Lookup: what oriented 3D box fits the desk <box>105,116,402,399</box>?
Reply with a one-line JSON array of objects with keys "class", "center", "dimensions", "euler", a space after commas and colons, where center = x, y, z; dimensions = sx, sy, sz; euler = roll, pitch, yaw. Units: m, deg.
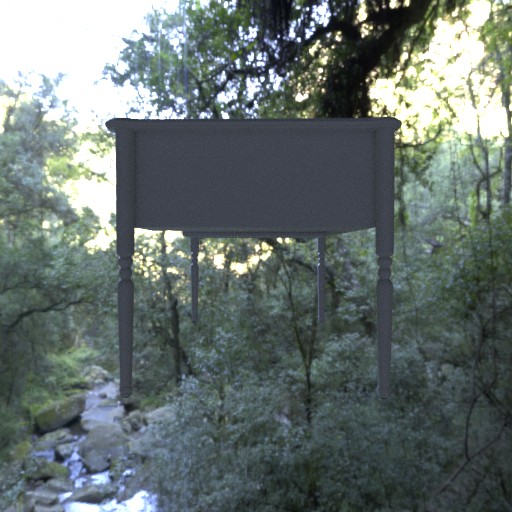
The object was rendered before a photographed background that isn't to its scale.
[{"class": "desk", "center": [0.000, 0.000, 1.856], "dimensions": [0.807, 0.762, 1.380], "euler": [0, 1, 1]}]
